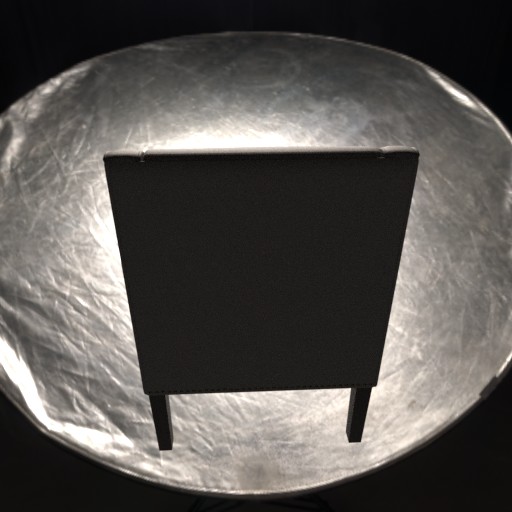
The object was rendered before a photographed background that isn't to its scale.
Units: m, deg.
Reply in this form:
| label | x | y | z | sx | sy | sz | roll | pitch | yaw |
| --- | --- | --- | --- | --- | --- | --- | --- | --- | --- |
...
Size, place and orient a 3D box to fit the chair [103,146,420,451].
| label | x | y | z | sx | sy | sz | roll | pitch | yaw |
| --- | --- | --- | --- | --- | --- | --- | --- | --- | --- |
| chair | 0.000 | 0.000 | 1.376 | 0.631 | 0.867 | 0.747 | -1 | 30 | -2 |
